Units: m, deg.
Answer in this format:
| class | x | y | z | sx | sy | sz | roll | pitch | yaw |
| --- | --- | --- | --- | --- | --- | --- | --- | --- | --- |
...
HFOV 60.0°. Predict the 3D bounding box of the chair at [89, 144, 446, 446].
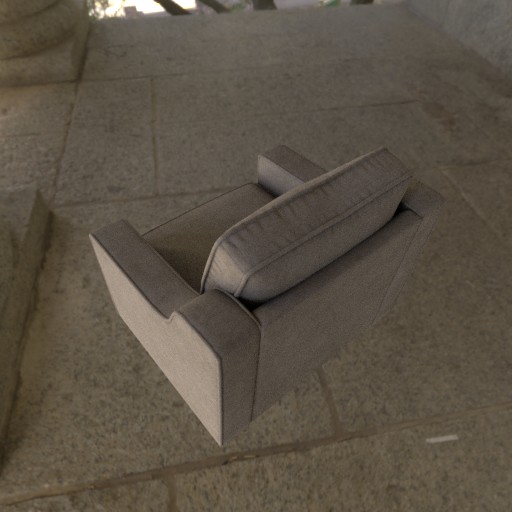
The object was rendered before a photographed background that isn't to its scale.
| class | x | y | z | sx | sy | sz | roll | pitch | yaw |
| --- | --- | --- | --- | --- | --- | --- | --- | --- | --- |
| chair | 0.000 | 0.000 | 1.658 | 0.926 | 0.944 | 0.840 | -31 | 53 | -27 |
